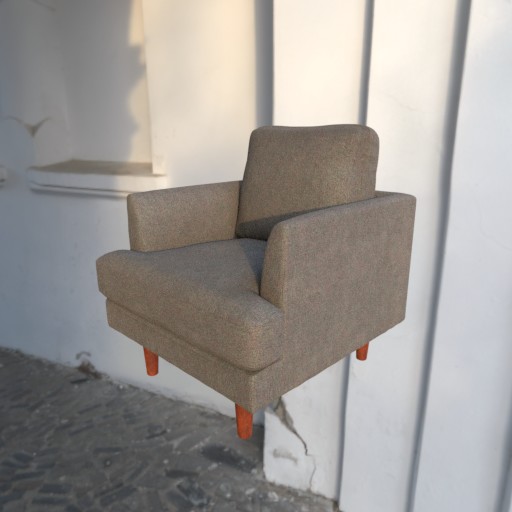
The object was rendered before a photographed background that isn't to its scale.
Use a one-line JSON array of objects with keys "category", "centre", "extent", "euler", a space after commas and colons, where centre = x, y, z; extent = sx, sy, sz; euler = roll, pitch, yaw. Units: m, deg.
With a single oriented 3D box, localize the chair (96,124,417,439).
[{"category": "chair", "centre": [0.000, 0.000, 1.673], "extent": [0.858, 0.957, 0.899], "euler": [15, 22, 42]}]
